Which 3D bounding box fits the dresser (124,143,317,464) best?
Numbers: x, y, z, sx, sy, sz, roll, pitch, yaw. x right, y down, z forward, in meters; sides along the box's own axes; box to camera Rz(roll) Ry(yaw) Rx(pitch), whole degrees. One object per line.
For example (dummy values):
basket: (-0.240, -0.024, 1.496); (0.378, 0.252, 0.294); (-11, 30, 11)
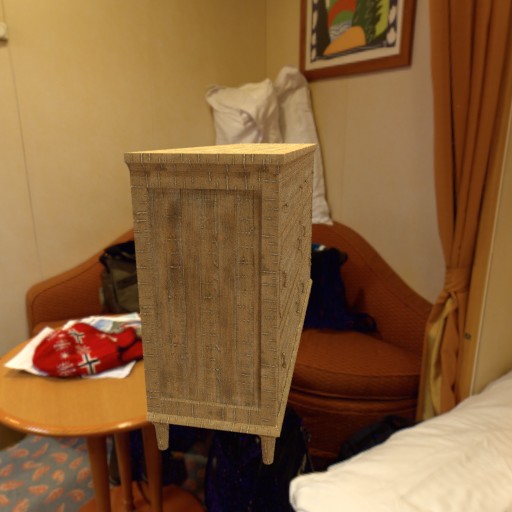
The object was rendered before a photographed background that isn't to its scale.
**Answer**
dresser: (0.000, 0.000, 2.120); (0.457, 1.016, 1.626); (3, 15, 10)
